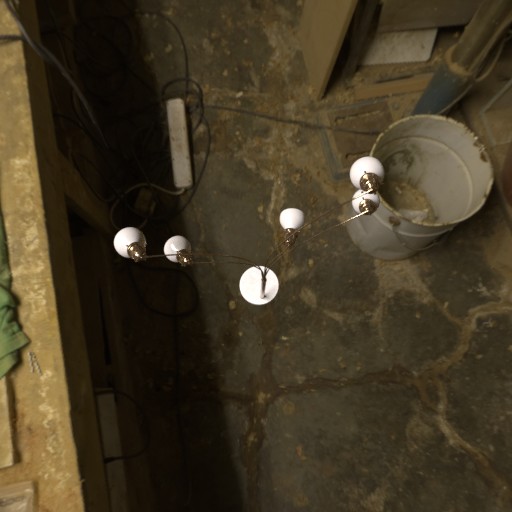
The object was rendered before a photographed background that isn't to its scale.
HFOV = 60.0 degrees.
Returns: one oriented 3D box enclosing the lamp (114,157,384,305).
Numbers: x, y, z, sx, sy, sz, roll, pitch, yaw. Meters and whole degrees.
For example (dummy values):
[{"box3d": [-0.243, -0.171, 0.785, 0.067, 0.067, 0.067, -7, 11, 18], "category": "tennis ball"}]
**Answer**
[{"box3d": [0.000, 0.000, 2.975, 1.405, 2.423, 0.361, -12, 77, -3], "category": "lamp"}]
